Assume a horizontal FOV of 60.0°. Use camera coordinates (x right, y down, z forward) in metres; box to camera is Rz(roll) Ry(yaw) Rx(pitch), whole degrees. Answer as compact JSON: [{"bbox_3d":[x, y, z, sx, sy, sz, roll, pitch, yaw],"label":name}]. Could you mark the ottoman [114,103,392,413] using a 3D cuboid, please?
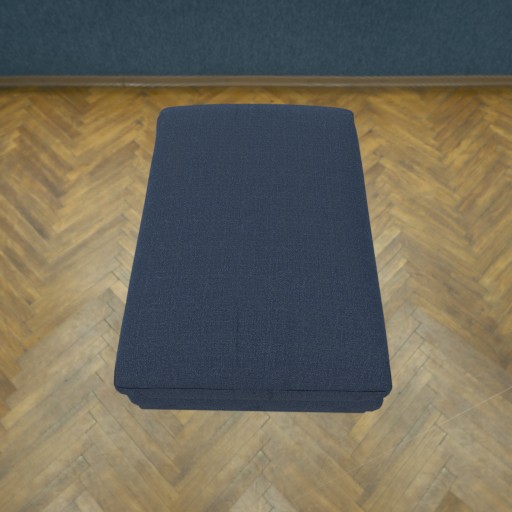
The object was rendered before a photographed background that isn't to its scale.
[{"bbox_3d":[0.000,0.000,1.147,0.558,0.486,0.767,1,59,1],"label":"ottoman"}]
